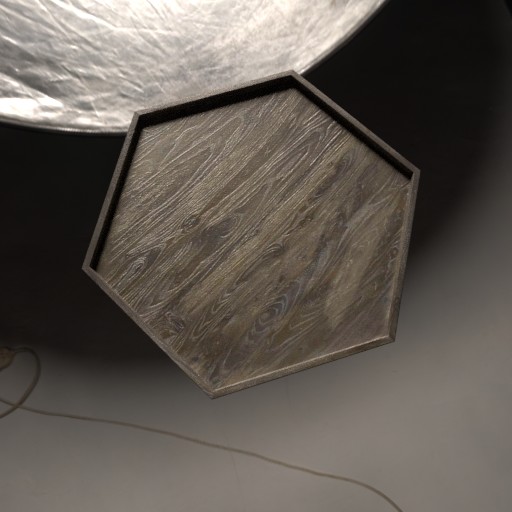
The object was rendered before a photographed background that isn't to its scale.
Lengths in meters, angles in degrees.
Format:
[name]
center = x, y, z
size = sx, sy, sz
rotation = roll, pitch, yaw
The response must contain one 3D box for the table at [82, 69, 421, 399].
[table]
center = 0.000, 0.000, 1.139
size = 0.683, 0.586, 0.592
rotation = -16, 76, -4
